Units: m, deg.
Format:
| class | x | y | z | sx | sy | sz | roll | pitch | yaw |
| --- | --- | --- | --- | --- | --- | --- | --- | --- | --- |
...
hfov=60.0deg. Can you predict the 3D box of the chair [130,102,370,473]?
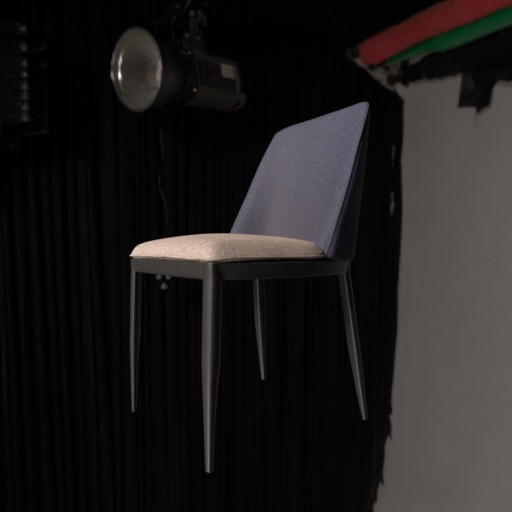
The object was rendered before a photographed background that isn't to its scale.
| class | x | y | z | sx | sy | sz | roll | pitch | yaw |
| --- | --- | --- | --- | --- | --- | --- | --- | --- | --- |
| chair | 0.000 | 0.000 | 1.185 | 0.551 | 0.839 | 0.480 | -1 | 1 | -36 |
